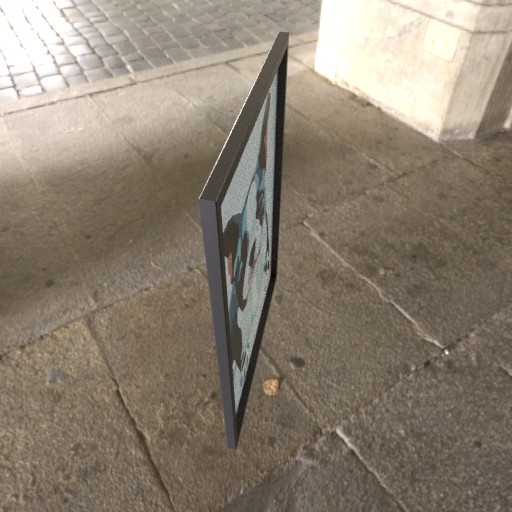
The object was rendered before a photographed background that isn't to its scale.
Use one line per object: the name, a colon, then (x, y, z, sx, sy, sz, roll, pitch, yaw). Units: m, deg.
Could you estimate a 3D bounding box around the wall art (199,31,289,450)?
wall art: (0.000, 0.000, 1.347, 0.030, 1.027, 0.774, 8, 46, 8)
